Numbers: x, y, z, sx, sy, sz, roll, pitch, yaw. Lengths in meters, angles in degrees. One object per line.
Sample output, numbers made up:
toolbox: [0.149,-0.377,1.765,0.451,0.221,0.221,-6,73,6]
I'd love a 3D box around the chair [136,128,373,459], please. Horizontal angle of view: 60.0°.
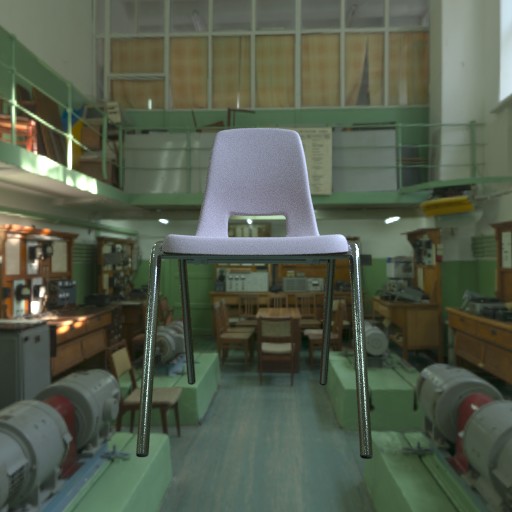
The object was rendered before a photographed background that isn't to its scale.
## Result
chair: [0.000,0.000,0.923,0.381,0.653,0.436,0,0,1]
